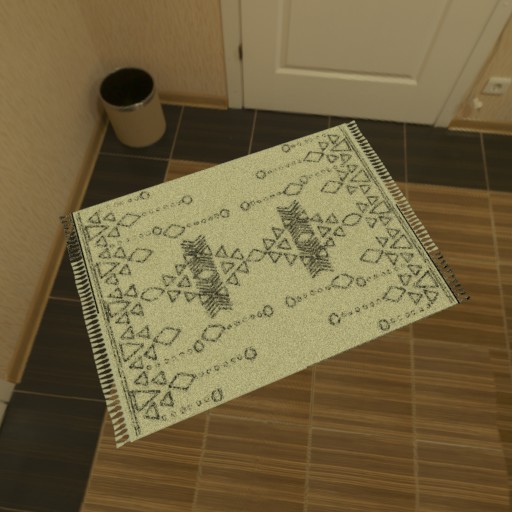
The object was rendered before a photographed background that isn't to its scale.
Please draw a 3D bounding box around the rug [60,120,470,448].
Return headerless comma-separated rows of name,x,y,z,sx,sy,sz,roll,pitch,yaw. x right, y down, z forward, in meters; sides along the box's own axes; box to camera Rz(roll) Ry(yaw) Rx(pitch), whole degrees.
rug,0.000,0.000,2.958,2.312,0.013,1.600,-20,66,-9
